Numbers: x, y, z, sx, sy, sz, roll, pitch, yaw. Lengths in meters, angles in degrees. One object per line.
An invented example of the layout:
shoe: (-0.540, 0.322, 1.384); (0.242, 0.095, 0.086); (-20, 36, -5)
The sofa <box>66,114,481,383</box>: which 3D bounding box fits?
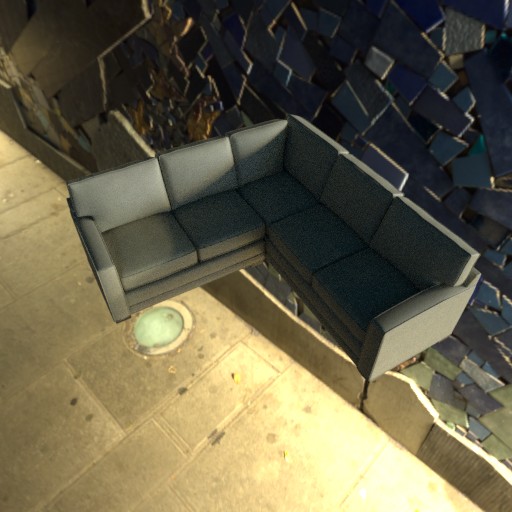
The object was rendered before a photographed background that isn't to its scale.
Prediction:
sofa: (0.000, 0.000, 3.338); (2.188, 0.936, 2.211); (-23, 49, -21)
